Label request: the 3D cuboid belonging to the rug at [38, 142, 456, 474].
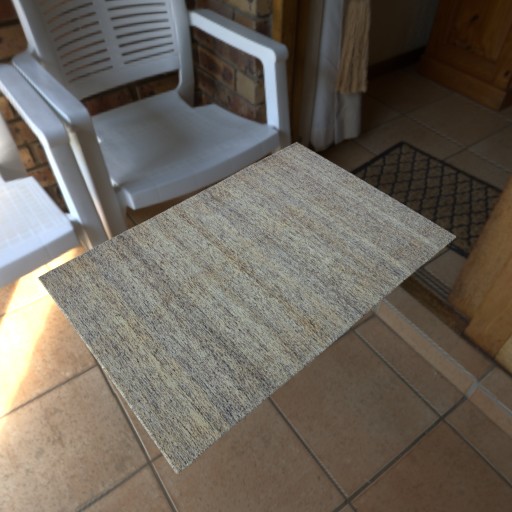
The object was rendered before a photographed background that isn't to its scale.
[{"bbox_3d":[0.000,0.000,2.326,1.846,0.014,1.243,-33,55,-27],"label":"rug"}]
